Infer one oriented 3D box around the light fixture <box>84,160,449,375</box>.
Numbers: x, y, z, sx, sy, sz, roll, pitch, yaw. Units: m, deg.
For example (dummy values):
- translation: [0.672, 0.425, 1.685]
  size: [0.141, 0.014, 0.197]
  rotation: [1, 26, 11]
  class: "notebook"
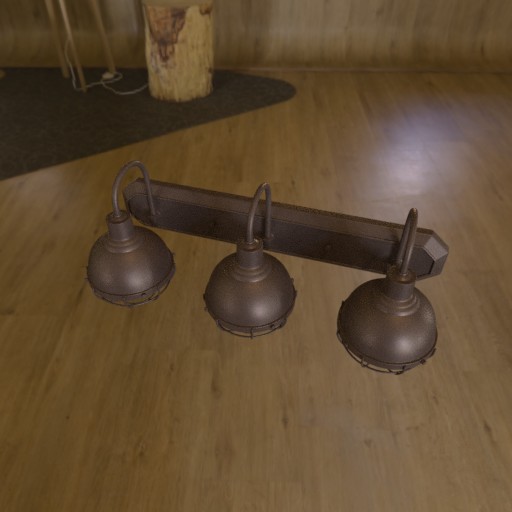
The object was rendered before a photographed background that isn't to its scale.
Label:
- translation: [0.000, 0.000, 0.768]
  size: [0.634, 0.254, 0.229]
  rotation: [12, 43, 13]
  class: "light fixture"
